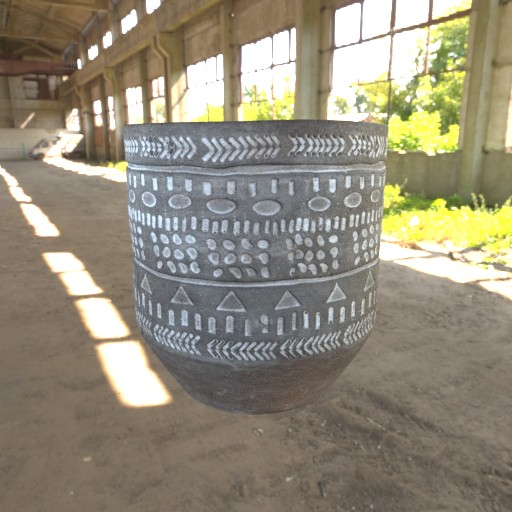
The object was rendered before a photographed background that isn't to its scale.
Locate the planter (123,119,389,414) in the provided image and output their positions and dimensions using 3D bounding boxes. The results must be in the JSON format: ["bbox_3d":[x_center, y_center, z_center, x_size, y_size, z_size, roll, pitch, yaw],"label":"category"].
[{"bbox_3d":[0.000,0.000,0.225,0.122,0.128,0.122,0,15,0],"label":"planter"}]
